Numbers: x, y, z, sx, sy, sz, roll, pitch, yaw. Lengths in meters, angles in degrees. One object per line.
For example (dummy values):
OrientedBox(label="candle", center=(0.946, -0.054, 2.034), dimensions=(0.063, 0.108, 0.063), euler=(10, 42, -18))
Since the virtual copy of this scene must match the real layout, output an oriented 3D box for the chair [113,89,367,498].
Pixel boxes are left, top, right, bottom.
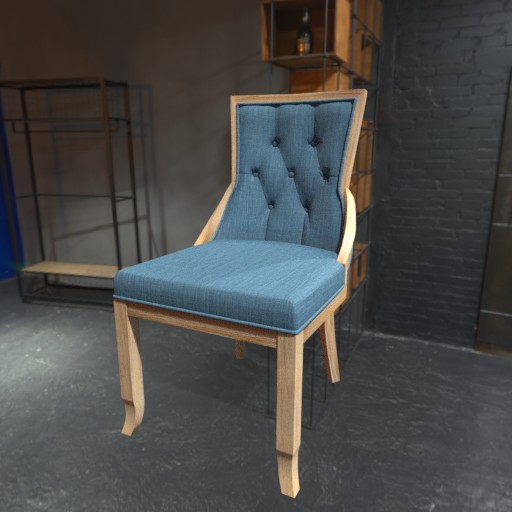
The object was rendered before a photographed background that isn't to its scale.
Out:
OrientedBox(label="chair", center=(0.000, 0.000, 1.292), dimensions=(0.524, 0.947, 0.641), euler=(7, 16, 26))
